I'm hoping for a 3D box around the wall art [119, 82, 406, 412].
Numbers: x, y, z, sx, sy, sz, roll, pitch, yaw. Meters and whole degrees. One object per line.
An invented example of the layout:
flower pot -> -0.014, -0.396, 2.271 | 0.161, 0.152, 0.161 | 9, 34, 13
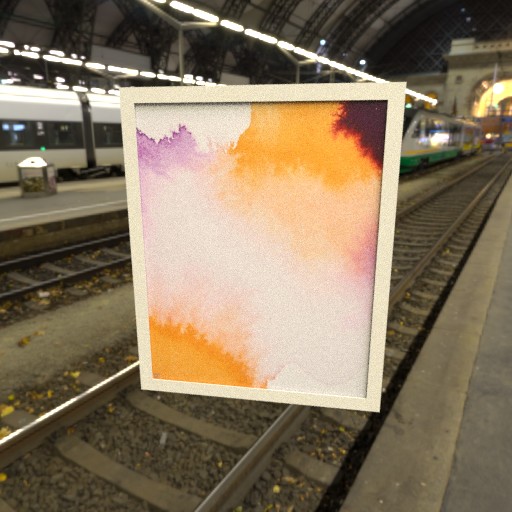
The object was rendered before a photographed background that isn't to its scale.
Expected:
wall art -> 0.000, 0.000, 1.124 | 0.661, 0.811, 0.026 | 2, 15, 9
